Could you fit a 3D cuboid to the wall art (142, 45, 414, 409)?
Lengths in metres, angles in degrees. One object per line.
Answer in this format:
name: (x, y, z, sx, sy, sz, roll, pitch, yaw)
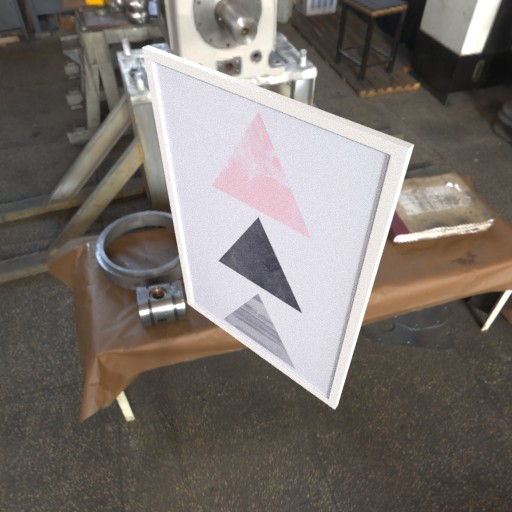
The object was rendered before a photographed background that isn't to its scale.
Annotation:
wall art: (0.000, 0.000, 0.837, 0.456, 0.656, 0.013, 31, 53, 26)
